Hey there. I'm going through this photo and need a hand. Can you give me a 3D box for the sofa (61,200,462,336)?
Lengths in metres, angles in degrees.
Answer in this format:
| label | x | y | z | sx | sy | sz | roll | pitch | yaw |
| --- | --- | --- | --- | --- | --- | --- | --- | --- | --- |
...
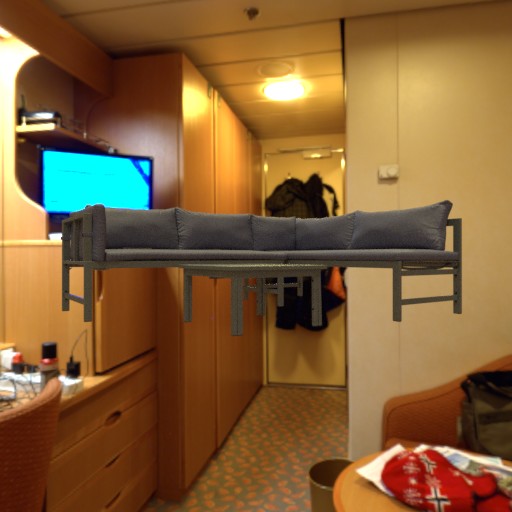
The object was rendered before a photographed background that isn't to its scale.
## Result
| label | x | y | z | sx | sy | sz | roll | pitch | yaw |
| --- | --- | --- | --- | --- | --- | --- | --- | --- | --- |
| sofa | 0.000 | 0.000 | 2.988 | 2.149 | 0.762 | 1.658 | 0 | 0 | -34 |
